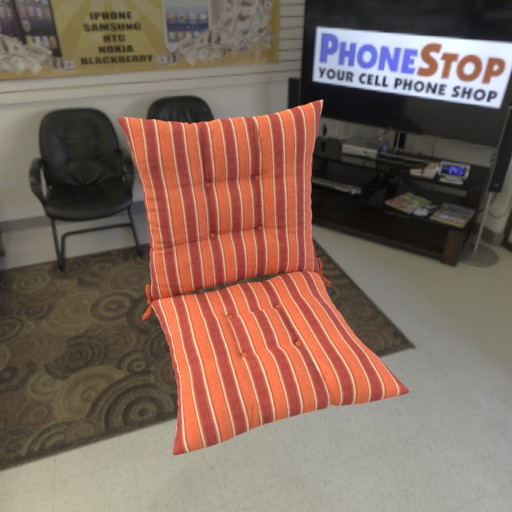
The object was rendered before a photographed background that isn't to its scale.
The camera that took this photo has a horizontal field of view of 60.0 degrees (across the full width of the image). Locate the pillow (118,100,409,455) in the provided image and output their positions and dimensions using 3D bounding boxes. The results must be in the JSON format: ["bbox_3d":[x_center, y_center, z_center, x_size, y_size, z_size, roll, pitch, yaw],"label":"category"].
[{"bbox_3d":[0.000,0.000,0.998,0.541,0.536,0.585,-9,34,-14],"label":"pillow"}]
